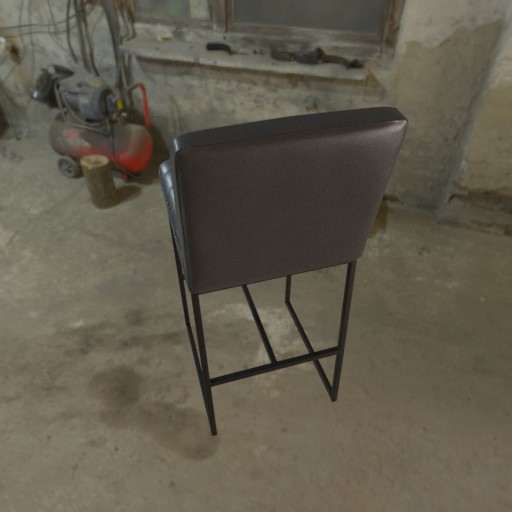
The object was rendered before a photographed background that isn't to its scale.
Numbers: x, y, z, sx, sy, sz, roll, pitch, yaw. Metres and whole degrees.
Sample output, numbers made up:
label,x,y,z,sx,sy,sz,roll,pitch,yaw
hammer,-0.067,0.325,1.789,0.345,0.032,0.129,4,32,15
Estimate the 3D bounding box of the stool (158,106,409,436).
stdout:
label,x,y,z,sx,sy,sz,roll,pitch,yaw
stool,0.000,0.000,1.304,0.457,1.040,0.552,-11,42,-13
